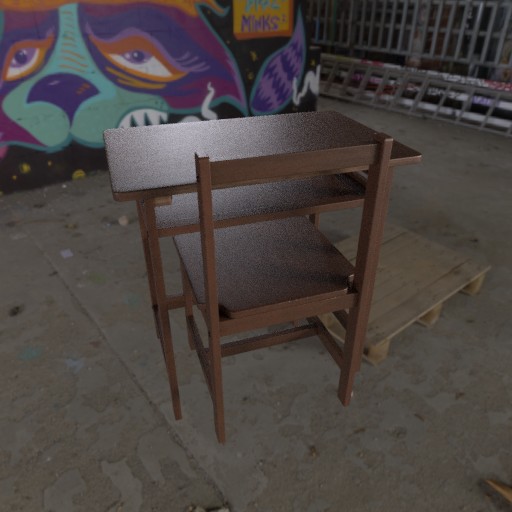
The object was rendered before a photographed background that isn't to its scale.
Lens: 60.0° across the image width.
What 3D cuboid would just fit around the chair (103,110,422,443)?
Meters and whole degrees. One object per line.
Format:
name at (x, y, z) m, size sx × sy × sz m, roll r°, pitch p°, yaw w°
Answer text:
chair at (0.000, 0.000, 1.068) m, size 0.599 × 0.673 × 0.463 m, roll -10°, pitch 33°, yaw -16°
